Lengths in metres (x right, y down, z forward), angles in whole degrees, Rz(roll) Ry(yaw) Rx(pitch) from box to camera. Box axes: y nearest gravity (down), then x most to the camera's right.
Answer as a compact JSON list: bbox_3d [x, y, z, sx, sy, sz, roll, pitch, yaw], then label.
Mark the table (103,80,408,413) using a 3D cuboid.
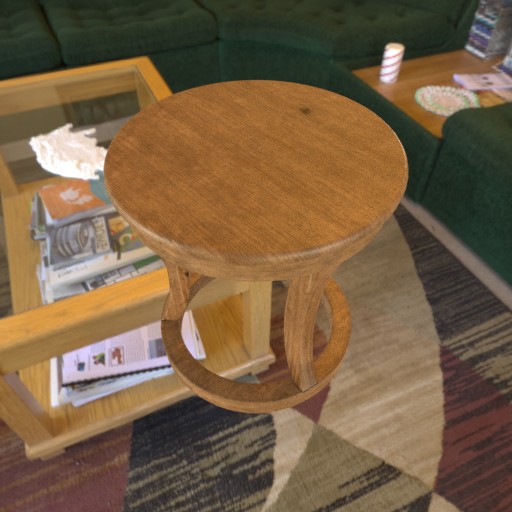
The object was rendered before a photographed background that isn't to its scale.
[{"bbox_3d":[0.000,0.000,0.807,0.432,0.460,0.432,0,47,0],"label":"table"}]
